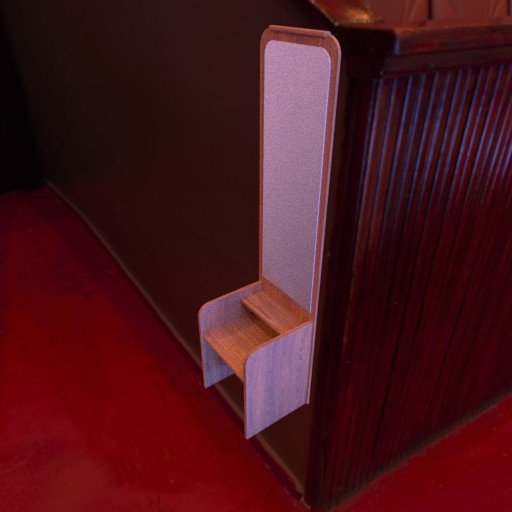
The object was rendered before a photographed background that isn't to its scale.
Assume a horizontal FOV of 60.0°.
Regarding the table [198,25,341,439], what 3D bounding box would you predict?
[{"bbox_3d":[0.000,0.000,2.014,0.420,1.830,0.450,-21,37,-30],"label":"table"}]
